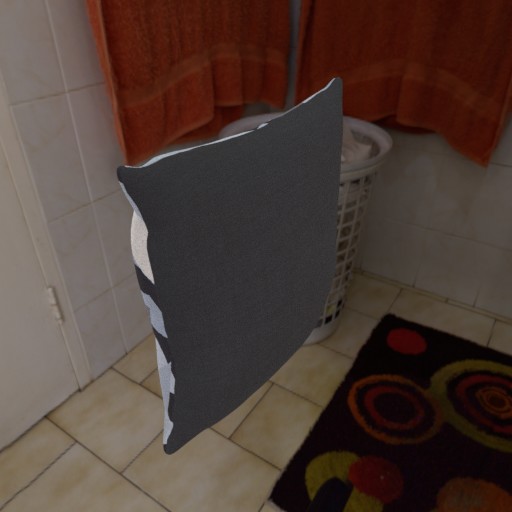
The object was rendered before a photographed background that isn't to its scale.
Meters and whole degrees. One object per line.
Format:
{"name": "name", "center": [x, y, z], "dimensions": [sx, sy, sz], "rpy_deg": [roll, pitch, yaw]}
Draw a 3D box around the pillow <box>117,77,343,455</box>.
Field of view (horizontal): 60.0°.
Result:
{"name": "pillow", "center": [0.000, 0.000, 0.745], "dimensions": [0.208, 0.496, 0.503], "rpy_deg": [21, 39, 29]}
